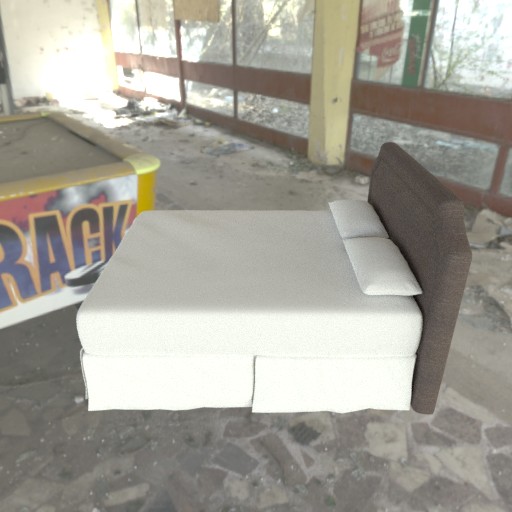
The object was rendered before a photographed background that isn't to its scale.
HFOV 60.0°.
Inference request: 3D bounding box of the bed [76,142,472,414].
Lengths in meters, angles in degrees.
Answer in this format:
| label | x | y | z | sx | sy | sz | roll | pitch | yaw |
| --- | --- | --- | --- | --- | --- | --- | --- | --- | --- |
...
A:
| label | x | y | z | sx | sy | sz | roll | pitch | yaw |
| --- | --- | --- | --- | --- | --- | --- | --- | --- | --- |
| bed | 0.000 | 0.000 | 3.071 | 2.116 | 1.290 | 1.693 | 0 | 27 | 0 |
